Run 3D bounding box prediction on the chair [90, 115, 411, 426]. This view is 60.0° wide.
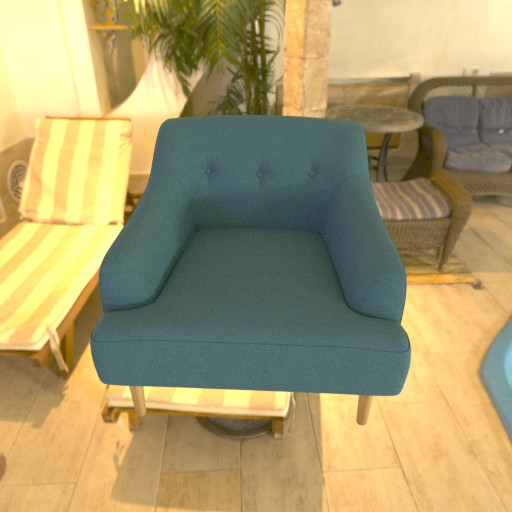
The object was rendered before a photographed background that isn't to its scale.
[{"bbox_3d":[0.000,0.000,1.631,0.946,0.818,0.951,1,30,3],"label":"chair"}]
